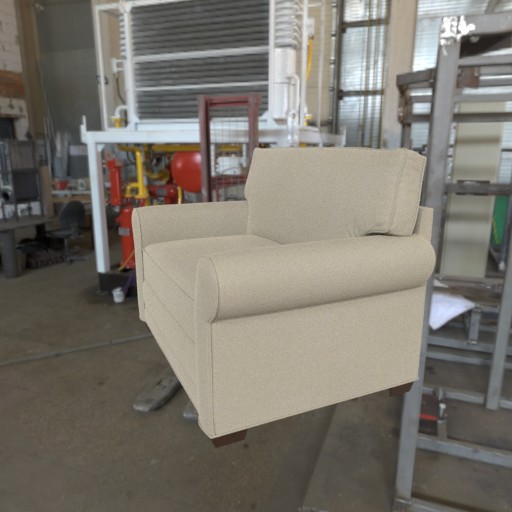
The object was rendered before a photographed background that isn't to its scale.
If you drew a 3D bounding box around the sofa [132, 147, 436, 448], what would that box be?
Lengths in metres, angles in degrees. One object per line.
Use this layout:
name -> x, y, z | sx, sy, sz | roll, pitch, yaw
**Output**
sofa -> 0.000, 0.000, 2.107 | 0.937, 1.006, 1.405 | -6, 15, -24
